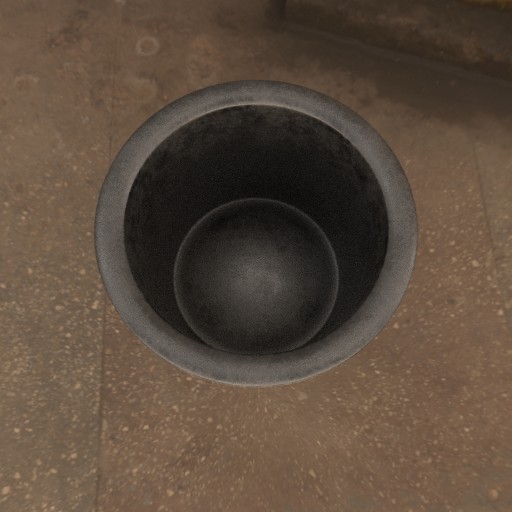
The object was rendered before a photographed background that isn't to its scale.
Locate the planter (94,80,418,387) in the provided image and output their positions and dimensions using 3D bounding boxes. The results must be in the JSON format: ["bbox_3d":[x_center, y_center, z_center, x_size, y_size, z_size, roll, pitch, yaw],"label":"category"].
[{"bbox_3d":[0.000,0.000,0.221,0.125,0.112,0.125,0,75,0],"label":"planter"}]
